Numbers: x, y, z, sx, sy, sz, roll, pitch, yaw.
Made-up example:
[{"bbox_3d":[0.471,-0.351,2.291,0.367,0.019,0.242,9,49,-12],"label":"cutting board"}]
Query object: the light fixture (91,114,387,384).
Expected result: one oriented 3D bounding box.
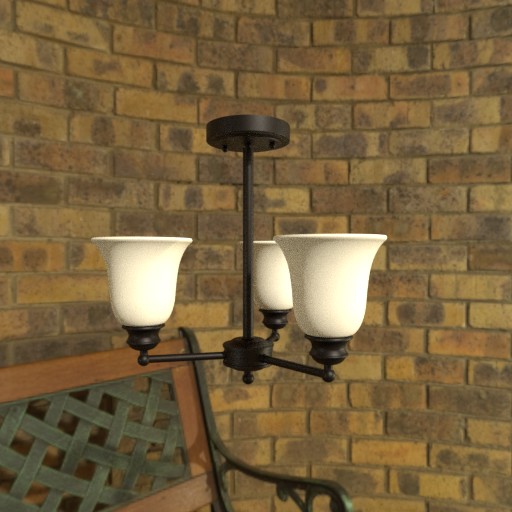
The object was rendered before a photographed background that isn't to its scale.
[{"bbox_3d":[0.000,0.000,0.674,0.388,0.370,0.354,0,0,18],"label":"light fixture"}]
